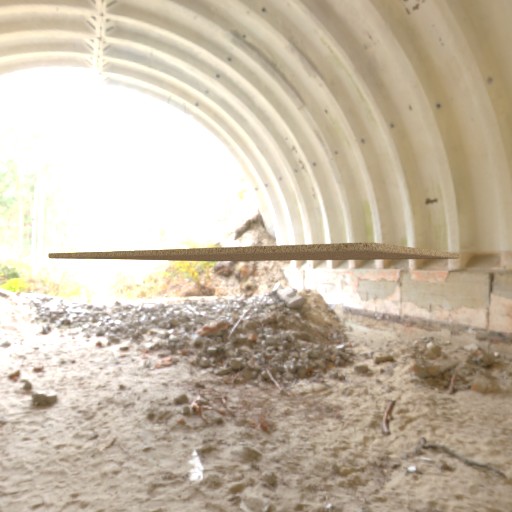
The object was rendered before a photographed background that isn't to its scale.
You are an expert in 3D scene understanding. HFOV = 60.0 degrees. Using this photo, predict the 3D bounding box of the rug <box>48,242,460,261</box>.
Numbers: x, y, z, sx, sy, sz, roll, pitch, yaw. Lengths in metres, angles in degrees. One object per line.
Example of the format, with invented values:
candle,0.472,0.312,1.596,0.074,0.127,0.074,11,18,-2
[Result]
rug,0.000,0.000,2.132,1.600,0.025,1.199,-1,-2,35
